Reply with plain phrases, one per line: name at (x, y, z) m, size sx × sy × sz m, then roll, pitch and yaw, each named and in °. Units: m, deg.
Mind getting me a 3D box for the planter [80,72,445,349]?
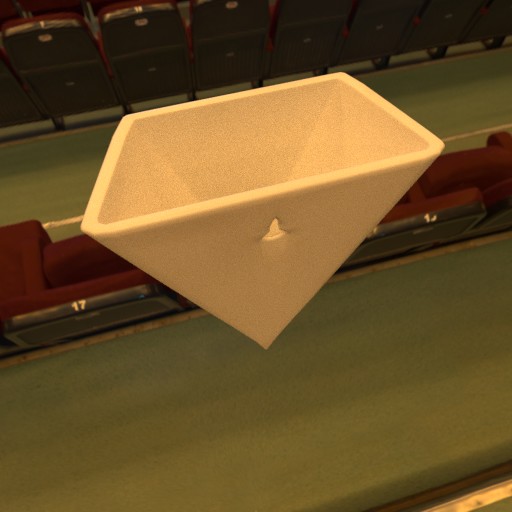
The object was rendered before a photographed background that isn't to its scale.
planter at (0.000, 0.000, 0.271) m, size 0.150 × 0.197 × 0.060 m, roll -14°, pitch 61°, yaw -8°
